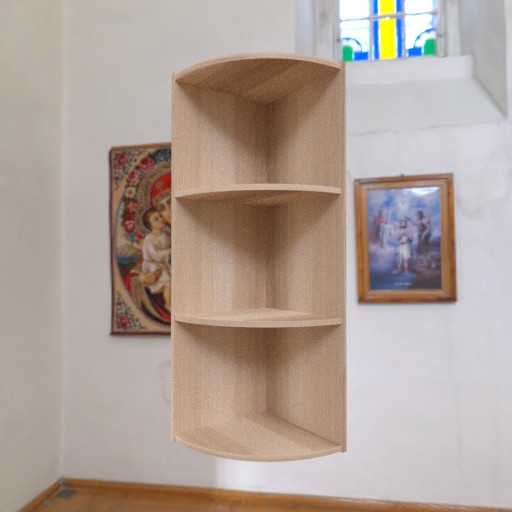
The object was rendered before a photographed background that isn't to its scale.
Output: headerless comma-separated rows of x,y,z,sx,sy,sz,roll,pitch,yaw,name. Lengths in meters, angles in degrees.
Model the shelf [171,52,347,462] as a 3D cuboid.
0.000,0.000,1.026,0.290,0.872,0.290,0,-1,-36,shelf
